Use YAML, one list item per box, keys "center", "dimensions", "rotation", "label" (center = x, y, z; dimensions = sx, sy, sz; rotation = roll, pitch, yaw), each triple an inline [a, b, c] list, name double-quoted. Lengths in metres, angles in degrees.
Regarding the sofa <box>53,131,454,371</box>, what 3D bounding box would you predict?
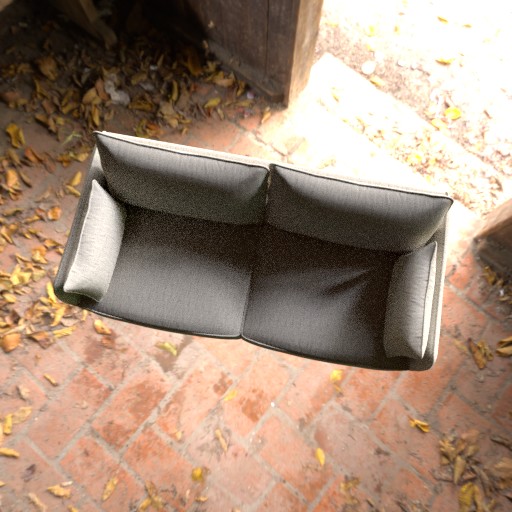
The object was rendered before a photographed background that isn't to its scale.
- center: [0.000, 0.000, 2.475]
  dimensions: [1.989, 0.860, 0.991]
  rotation: [10, 77, 3]
  label: "sofa"
